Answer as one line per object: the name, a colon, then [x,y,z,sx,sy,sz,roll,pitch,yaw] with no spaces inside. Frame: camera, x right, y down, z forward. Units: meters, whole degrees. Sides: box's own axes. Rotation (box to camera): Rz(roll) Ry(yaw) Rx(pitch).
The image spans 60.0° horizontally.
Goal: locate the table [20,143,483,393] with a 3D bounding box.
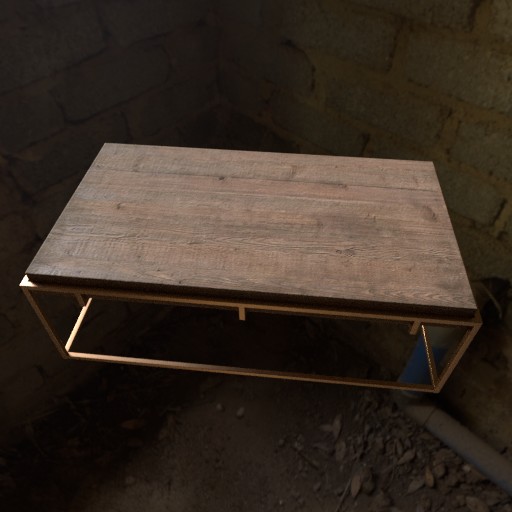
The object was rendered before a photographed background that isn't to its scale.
table: [0.000,0.000,1.726,1.387,0.468,0.775,4,46,4]
